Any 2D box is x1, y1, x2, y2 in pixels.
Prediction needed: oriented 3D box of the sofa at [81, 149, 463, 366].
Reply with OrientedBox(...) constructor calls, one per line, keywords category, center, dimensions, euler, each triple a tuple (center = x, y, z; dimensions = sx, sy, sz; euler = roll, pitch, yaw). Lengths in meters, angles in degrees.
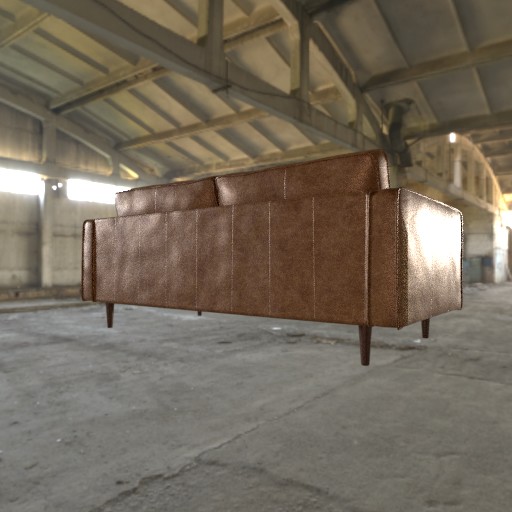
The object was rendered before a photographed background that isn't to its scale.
OrientedBox(category="sofa", center=(0.000, 0.000, 2.399), dimensions=(1.920, 0.825, 0.924), euler=(-1, -1, 37))
